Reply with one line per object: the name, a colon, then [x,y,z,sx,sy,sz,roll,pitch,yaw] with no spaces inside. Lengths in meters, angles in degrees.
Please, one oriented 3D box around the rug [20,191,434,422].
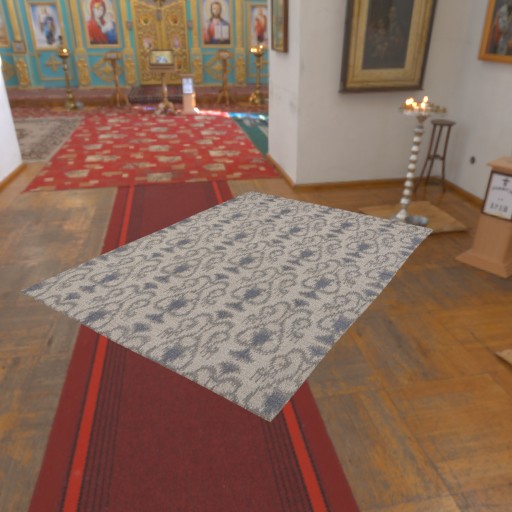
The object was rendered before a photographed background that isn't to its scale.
rug: [0.000,0.000,2.894,1.676,0.013,2.261,17,30,31]
